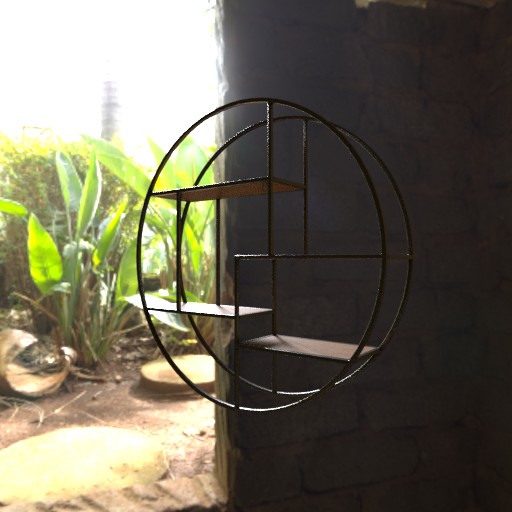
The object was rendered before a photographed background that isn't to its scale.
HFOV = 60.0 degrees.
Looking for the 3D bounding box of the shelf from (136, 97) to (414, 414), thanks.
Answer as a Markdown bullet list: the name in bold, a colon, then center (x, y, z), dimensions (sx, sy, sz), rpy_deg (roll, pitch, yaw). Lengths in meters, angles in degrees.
- **shelf**: center (0.000, 0.000, 1.349), dimensions (0.888, 0.888, 0.202), rpy_deg (0, -1, 37)
